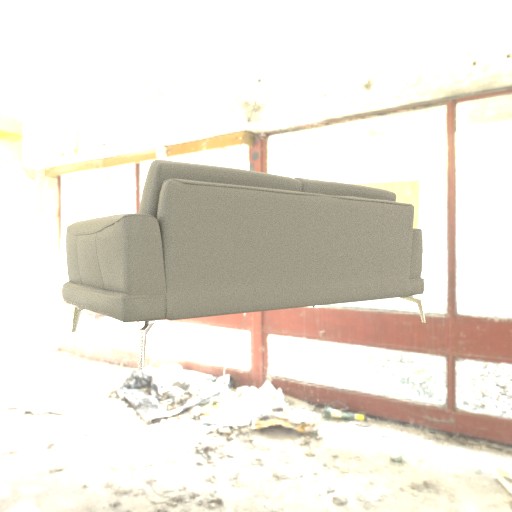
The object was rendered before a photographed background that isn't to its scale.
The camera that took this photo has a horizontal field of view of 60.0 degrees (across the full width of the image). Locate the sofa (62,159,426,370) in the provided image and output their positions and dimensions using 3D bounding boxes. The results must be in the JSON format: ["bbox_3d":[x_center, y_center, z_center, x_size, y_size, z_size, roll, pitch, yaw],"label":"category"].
[{"bbox_3d":[0.000,0.000,2.855,2.177,0.930,1.121,0,1,-36],"label":"sofa"}]
